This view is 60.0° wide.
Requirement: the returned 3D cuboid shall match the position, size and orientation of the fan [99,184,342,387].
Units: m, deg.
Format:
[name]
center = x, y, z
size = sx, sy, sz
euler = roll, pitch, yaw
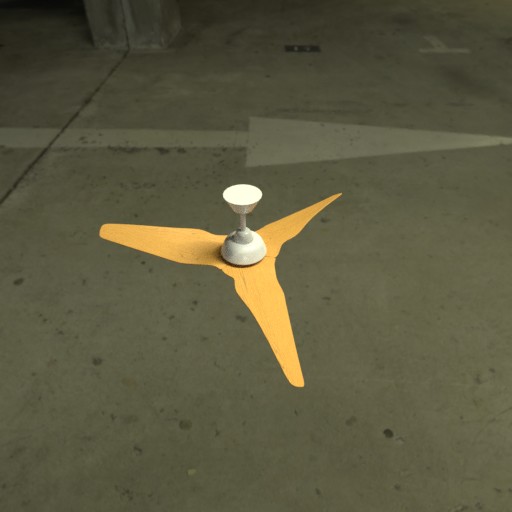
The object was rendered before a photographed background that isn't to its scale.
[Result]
[fan]
center = 0.000, 0.000, 1.639
size = 1.142, 0.355, 1.010
euler = -11, 41, -13
